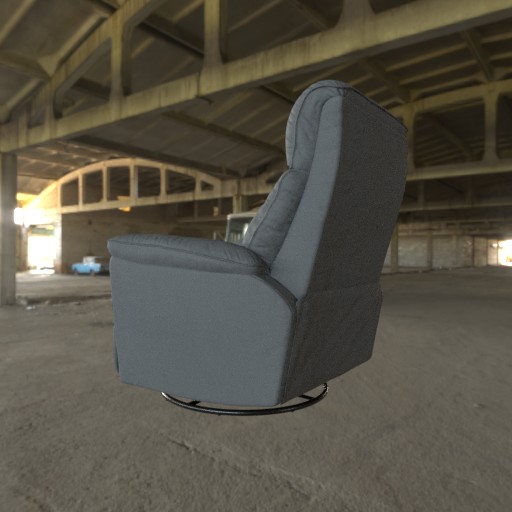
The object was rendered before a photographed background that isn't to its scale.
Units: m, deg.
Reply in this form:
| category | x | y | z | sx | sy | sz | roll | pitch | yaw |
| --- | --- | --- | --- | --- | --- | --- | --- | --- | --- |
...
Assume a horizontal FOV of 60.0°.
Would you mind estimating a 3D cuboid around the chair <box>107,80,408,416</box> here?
| category | x | y | z | sx | sy | sz | roll | pitch | yaw |
| --- | --- | --- | --- | --- | --- | --- | --- | --- | --- |
| chair | 0.000 | 0.000 | 1.714 | 1.004 | 1.037 | 0.820 | 0 | 0 | 36 |
